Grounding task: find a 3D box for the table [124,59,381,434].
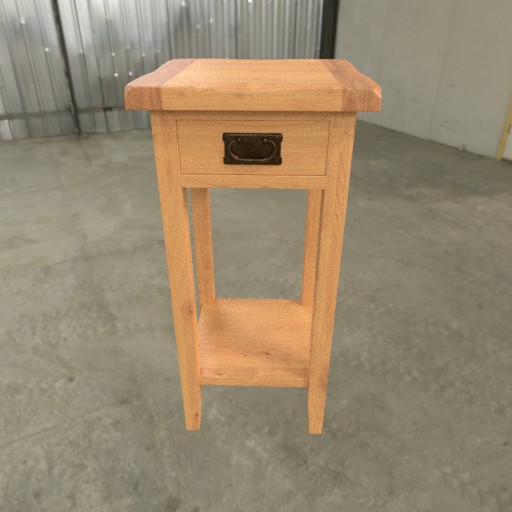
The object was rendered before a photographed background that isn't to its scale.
[{"bbox_3d":[0.000,0.000,0.950,0.360,0.740,0.360,1,30,2],"label":"table"}]
